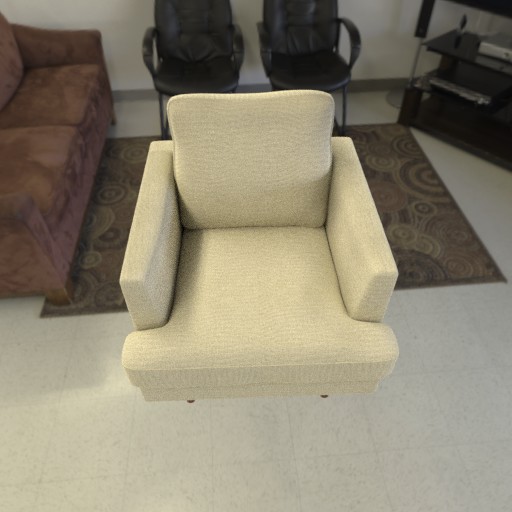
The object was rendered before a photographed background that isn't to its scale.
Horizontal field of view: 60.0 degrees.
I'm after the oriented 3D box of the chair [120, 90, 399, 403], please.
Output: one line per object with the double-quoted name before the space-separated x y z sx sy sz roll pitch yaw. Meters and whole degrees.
"chair" 0.000 0.000 1.634 0.858 0.957 0.899 -2 46 -2
